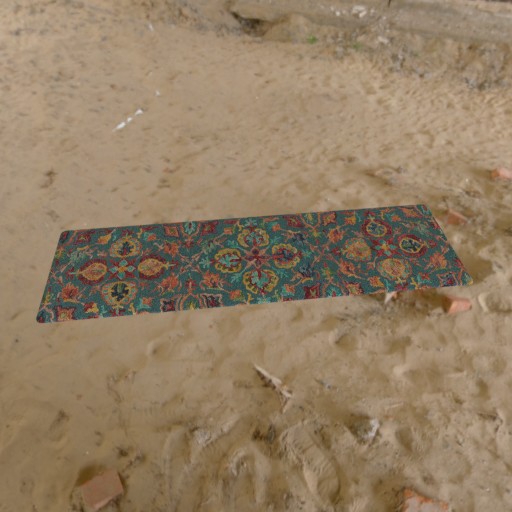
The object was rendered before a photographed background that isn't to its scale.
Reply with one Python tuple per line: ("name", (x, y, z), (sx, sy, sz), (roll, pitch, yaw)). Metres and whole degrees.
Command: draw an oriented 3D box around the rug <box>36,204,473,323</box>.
("rug", (0.000, 0.000, 2.529), (2.286, 0.013, 0.686), (-5, 45, -5))
